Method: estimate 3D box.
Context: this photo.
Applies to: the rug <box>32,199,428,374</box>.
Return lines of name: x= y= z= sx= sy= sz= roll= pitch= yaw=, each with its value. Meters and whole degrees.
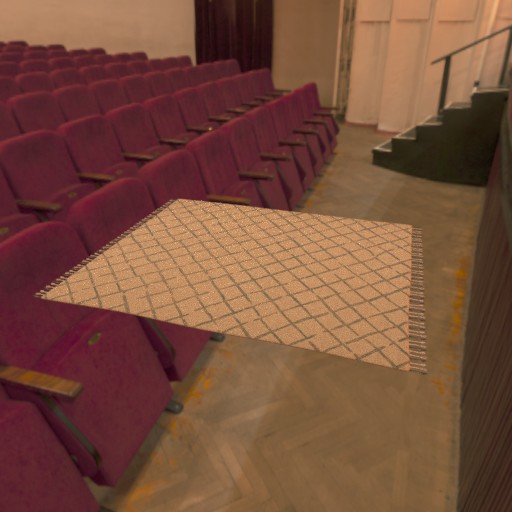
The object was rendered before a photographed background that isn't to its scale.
rug: x=0.000 y=0.000 z=4.952 sx=3.585 sy=0.036 sz=2.892 roll=8 pitch=28 yaw=16
